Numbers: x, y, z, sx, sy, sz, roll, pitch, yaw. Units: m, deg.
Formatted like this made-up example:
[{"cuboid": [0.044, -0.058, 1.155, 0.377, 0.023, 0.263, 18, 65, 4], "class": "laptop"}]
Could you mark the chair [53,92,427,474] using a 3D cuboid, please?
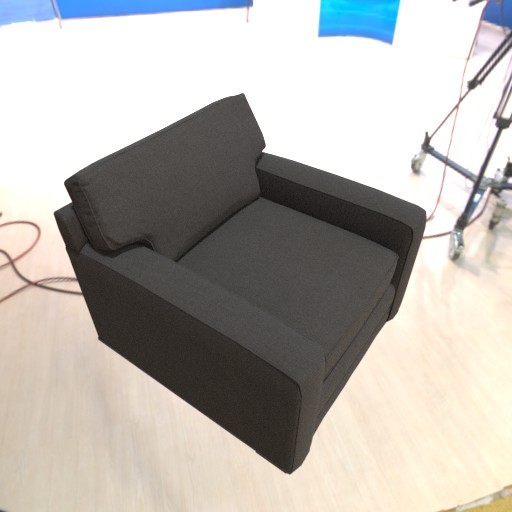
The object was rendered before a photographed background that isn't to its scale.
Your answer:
[{"cuboid": [0.000, 0.000, 1.797, 1.043, 0.913, 0.997, 25, 47, 26], "class": "chair"}]
